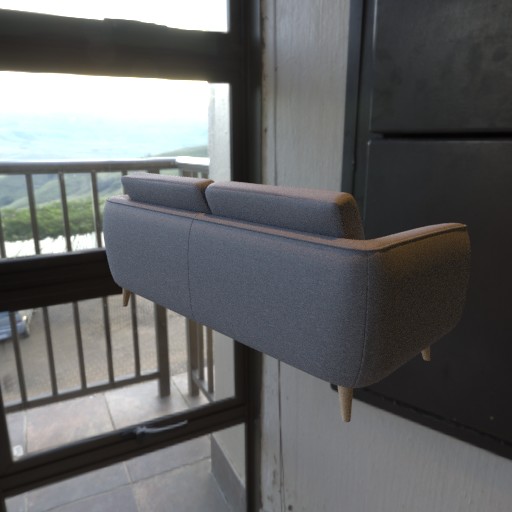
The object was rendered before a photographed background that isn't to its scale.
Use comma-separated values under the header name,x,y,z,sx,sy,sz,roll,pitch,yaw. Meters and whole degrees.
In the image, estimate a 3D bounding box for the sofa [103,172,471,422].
name,x,y,z,sx,sy,sz,roll,pitch,yaw
sofa,0.000,0.000,2.499,0.920,0.870,2.000,-14,20,-43
